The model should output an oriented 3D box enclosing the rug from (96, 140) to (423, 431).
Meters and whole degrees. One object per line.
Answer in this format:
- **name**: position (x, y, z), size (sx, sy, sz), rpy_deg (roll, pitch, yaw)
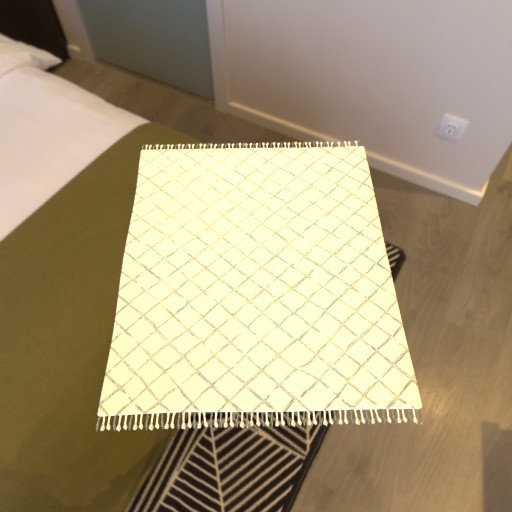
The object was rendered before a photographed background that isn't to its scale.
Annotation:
- **rug**: position (0.000, 0.000, 4.839), size (2.892, 0.036, 3.585), rpy_deg (-1, 57, -1)
